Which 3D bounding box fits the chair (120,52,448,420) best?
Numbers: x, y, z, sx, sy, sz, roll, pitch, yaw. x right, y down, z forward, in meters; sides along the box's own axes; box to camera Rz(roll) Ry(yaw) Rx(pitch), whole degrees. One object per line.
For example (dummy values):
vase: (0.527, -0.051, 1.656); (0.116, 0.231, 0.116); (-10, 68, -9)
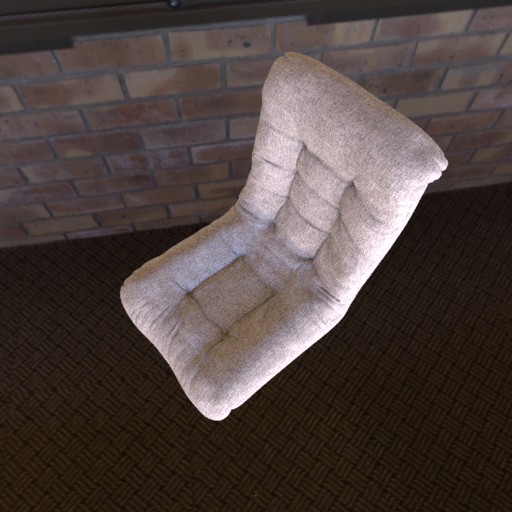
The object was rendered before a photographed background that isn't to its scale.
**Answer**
chair: (0.000, 0.000, 0.974); (0.583, 0.600, 0.400); (-37, 68, -18)
